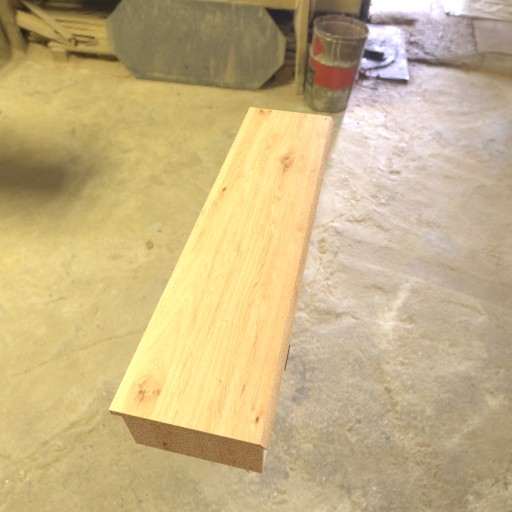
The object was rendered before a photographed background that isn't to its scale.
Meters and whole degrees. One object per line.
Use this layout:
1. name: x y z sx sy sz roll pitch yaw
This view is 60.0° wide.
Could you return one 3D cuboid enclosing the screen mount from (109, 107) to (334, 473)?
1. screen mount: 0.000 0.000 1.911 0.450 0.430 1.700 9 48 9
